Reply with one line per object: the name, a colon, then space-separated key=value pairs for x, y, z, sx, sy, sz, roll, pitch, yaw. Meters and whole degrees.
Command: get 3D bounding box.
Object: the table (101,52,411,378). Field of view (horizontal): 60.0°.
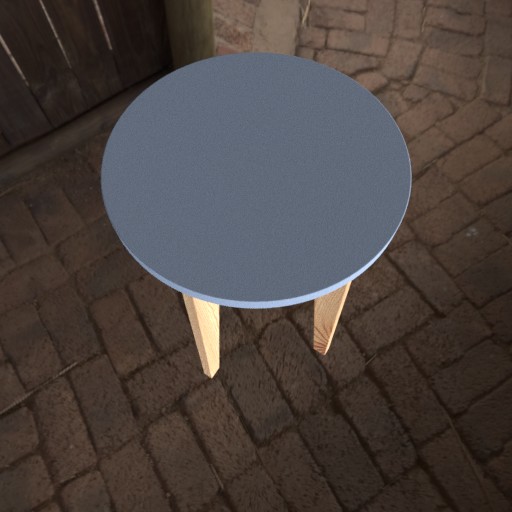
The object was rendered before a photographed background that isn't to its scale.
table: x=0.000 y=0.000 z=0.728 sx=0.350 sy=0.500 sz=0.350 roll=0 pitch=63 yaw=0
